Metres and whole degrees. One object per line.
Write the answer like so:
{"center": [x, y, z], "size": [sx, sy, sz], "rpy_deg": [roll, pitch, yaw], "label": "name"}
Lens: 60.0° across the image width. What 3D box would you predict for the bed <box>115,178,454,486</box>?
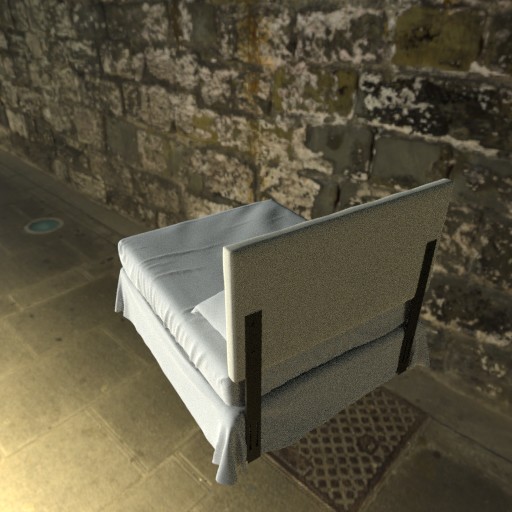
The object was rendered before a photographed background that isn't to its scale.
{"center": [0.000, 0.000, 3.504], "size": [1.936, 1.577, 2.222], "rpy_deg": [-18, 35, -28], "label": "bed"}
